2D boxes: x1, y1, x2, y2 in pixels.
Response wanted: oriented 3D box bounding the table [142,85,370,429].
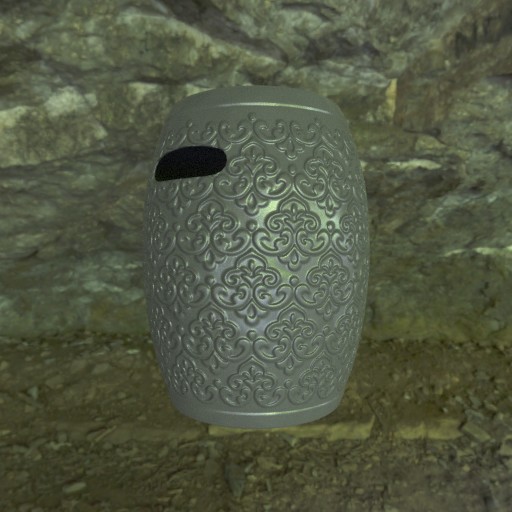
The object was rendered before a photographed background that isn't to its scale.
[{"bbox_3d":[0.000,0.000,0.621,0.309,0.397,0.309,0,2,0],"label":"table"}]
